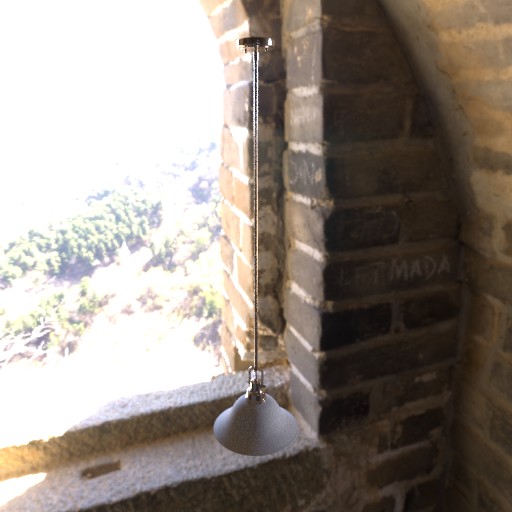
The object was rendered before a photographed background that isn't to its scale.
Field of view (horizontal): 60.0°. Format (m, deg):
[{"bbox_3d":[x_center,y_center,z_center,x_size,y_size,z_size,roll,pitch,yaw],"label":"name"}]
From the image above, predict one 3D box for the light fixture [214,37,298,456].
[{"bbox_3d":[0.000,0.000,1.522,0.324,1.354,0.324,8,17,27],"label":"light fixture"}]
